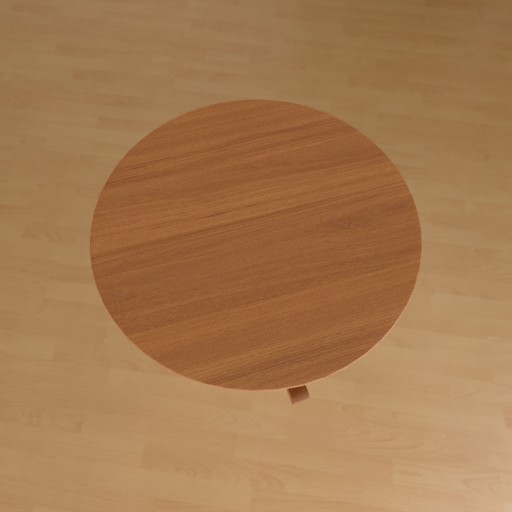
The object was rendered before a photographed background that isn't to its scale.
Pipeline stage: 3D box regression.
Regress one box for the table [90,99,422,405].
[{"bbox_3d":[0.000,0.000,1.601,1.029,0.490,1.029,0,64,0],"label":"table"}]
